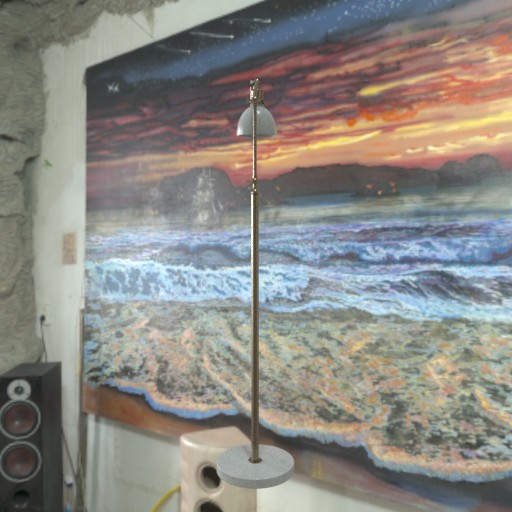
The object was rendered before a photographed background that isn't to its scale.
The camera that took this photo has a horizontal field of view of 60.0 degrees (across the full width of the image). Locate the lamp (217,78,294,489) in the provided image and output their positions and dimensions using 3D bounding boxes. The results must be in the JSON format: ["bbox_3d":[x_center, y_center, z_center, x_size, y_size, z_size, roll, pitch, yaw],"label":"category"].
[{"bbox_3d":[0.000,0.000,1.809,0.288,1.586,0.599,0,0,1],"label":"lamp"}]
